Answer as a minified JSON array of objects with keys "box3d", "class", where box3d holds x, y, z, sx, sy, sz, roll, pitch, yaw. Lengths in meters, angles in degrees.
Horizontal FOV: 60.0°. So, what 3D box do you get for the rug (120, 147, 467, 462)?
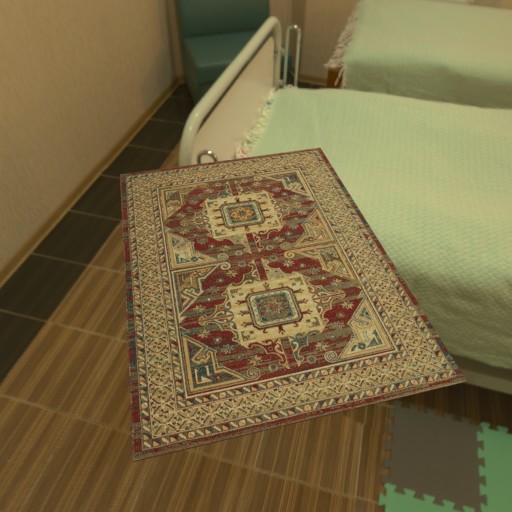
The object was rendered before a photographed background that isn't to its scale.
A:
[{"box3d":[0.000,0.000,4.106,2.381,0.013,3.197,-10,47,-9],"class":"rug"}]
